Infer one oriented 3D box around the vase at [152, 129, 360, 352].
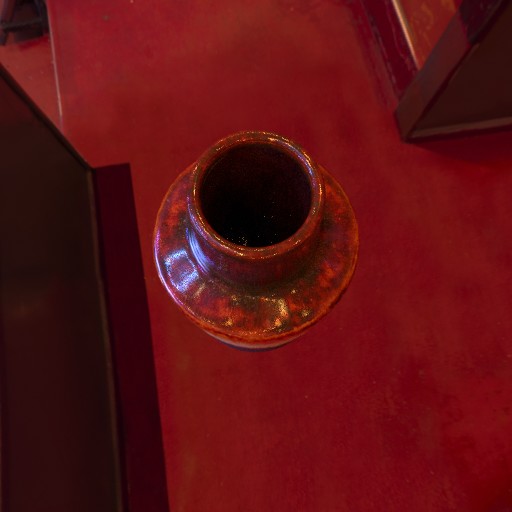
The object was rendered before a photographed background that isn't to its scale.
[{"bbox_3d":[0.000,0.000,0.268,0.108,0.204,0.108,0,76,0],"label":"vase"}]
